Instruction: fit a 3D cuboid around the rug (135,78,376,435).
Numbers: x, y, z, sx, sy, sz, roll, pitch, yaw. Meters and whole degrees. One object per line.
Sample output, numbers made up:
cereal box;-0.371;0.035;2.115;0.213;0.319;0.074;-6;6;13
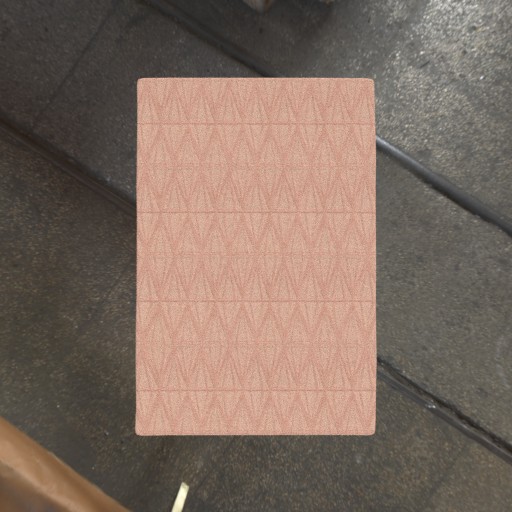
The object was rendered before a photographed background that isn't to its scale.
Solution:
rug;0.000;0.000;2.963;1.609;0.015;2.390;0;89;0
